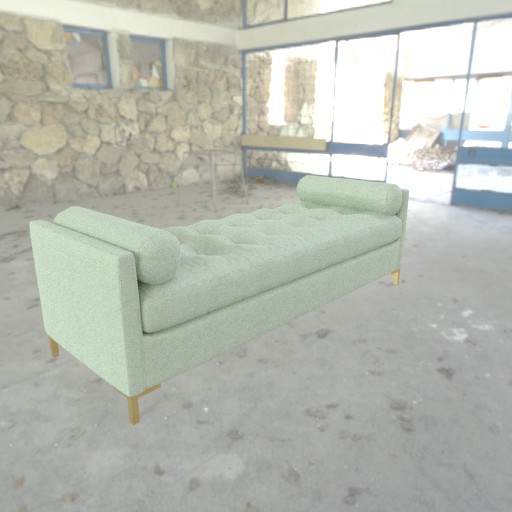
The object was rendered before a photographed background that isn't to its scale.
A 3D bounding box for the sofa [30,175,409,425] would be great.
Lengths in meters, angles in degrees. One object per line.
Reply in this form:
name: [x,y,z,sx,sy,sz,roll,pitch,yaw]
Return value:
sofa: [0.000,0.000,2.478,0.796,0.705,2.102,16,23,42]
